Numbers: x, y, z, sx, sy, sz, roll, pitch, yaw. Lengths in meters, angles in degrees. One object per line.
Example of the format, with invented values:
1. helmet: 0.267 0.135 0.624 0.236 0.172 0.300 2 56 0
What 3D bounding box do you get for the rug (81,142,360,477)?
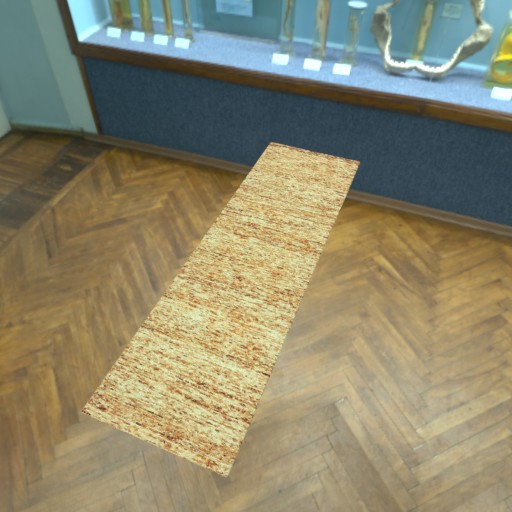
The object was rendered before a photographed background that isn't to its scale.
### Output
1. rug: 0.000 0.000 2.488 0.680 0.014 2.237 16 49 15
